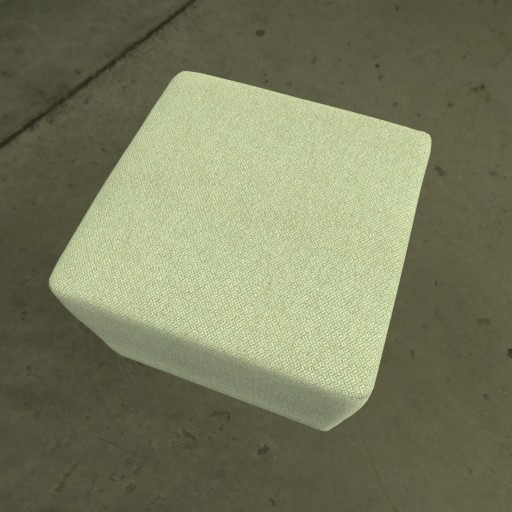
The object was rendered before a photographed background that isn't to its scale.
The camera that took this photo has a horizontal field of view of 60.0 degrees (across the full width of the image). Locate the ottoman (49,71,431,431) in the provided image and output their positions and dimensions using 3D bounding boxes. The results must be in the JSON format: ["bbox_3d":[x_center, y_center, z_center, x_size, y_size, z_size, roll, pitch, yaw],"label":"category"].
[{"bbox_3d":[0.000,0.000,0.909,0.521,0.453,0.512,18,65,9],"label":"ottoman"}]
